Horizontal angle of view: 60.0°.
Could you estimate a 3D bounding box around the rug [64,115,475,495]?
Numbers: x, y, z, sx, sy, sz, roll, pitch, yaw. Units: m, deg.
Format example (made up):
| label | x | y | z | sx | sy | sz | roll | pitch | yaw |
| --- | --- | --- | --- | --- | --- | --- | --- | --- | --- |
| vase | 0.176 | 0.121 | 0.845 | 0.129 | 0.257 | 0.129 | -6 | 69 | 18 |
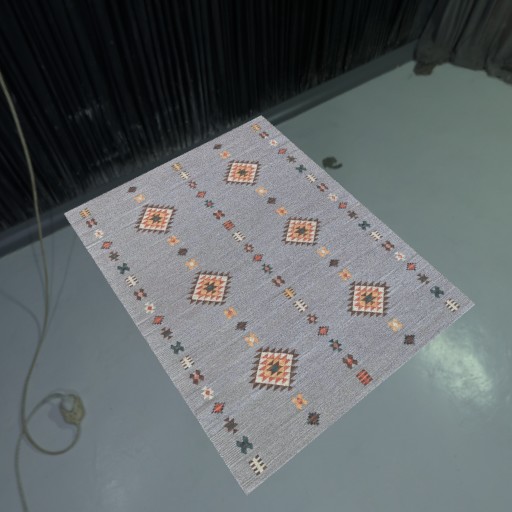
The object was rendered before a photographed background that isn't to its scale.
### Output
| label | x | y | z | sx | sy | sz | roll | pitch | yaw |
| --- | --- | --- | --- | --- | --- | --- | --- | --- | --- |
| rug | 0.000 | 0.000 | 4.067 | 2.425 | 0.008 | 3.035 | -32 | 62 | -19 |
